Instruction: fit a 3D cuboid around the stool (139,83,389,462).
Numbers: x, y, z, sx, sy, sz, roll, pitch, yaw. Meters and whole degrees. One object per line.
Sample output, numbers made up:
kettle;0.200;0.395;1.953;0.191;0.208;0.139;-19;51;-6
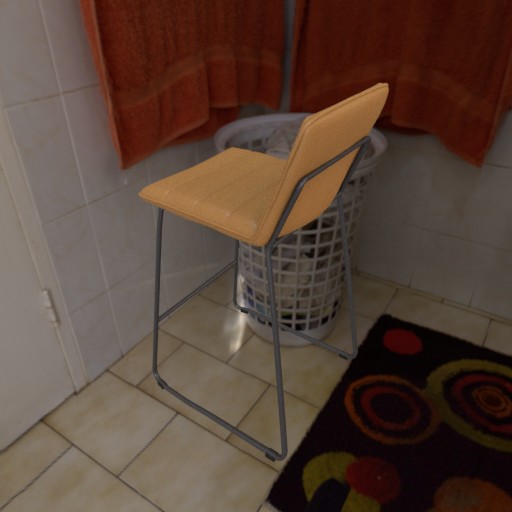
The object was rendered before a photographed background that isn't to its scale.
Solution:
stool;0.000;0.000;1.254;0.524;0.936;0.489;21;38;29
